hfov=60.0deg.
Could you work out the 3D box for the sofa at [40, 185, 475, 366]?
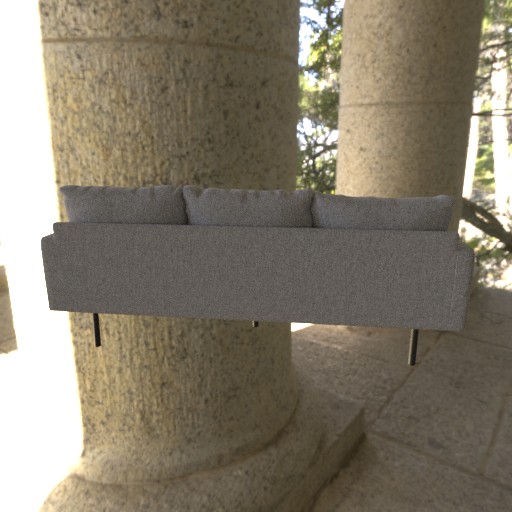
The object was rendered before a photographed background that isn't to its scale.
[{"bbox_3d":[0.000,0.000,2.448,2.000,0.830,0.850,2,15,7],"label":"sofa"}]
